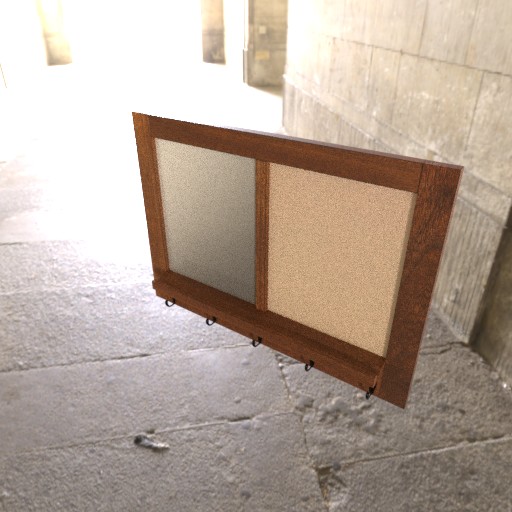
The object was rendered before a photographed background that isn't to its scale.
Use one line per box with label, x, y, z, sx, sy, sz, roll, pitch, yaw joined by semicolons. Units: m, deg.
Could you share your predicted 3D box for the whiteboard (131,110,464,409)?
whiteboard;0.000;0.000;1.037;0.783;0.559;0.083;19;35;30
